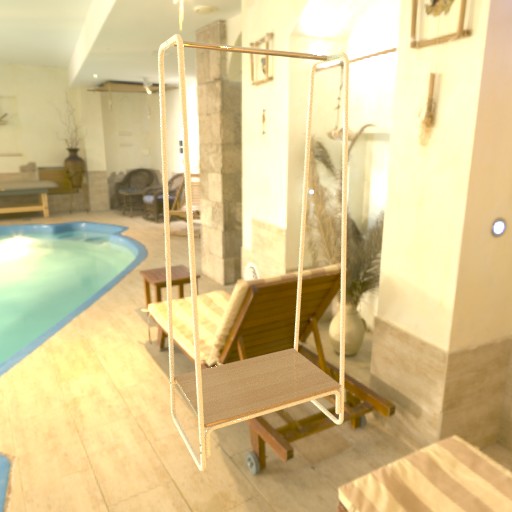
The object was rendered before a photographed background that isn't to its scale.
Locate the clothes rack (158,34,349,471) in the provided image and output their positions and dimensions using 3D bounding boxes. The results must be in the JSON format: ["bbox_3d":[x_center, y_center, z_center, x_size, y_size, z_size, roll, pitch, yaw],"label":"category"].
[{"bbox_3d":[0.000,0.000,1.737,0.640,1.500,0.400,-7,16,-26],"label":"clothes rack"}]
